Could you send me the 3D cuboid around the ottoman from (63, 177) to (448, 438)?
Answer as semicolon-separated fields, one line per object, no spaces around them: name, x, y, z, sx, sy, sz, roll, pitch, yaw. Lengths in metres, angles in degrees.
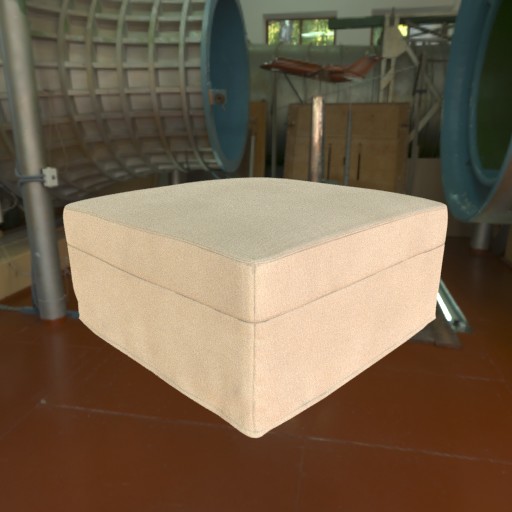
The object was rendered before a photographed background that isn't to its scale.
ottoman;0.000;0.000;1.361;0.843;0.441;0.842;-16;23;-43
